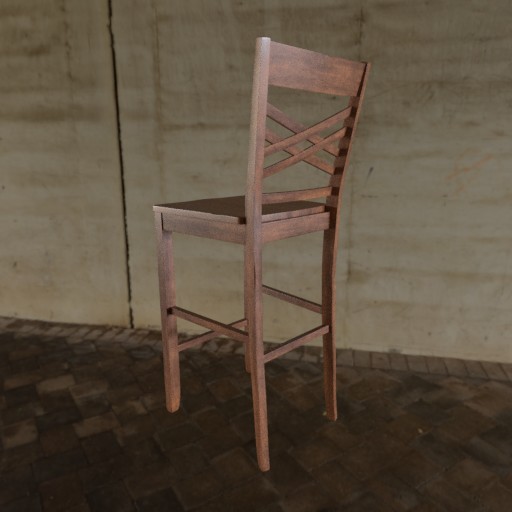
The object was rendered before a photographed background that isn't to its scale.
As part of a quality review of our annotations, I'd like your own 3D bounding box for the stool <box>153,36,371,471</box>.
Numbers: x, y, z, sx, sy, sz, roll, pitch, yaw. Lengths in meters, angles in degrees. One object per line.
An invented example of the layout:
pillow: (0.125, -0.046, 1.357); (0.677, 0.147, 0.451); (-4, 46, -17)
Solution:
stool: (0.000, 0.000, 1.360); (0.487, 1.105, 0.433); (13, 19, 43)
